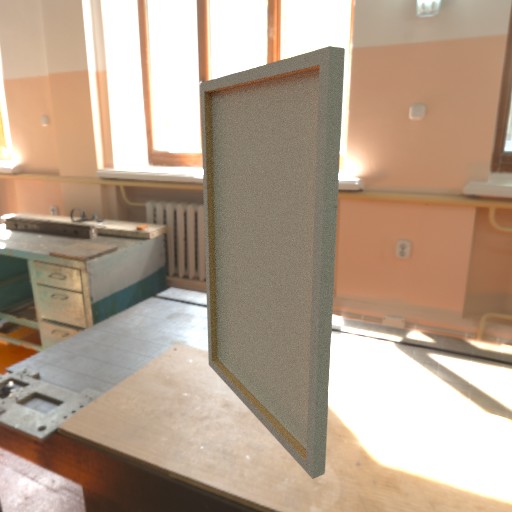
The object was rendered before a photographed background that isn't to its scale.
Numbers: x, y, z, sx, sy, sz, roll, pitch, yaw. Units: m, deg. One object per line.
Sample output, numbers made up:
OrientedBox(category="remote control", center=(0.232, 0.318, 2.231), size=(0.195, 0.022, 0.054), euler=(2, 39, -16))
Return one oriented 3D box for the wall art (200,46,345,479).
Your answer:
OrientedBox(category="wall art", center=(0.000, 0.000, 1.165), size=(0.038, 0.912, 0.607), euler=(-8, 17, -28))
